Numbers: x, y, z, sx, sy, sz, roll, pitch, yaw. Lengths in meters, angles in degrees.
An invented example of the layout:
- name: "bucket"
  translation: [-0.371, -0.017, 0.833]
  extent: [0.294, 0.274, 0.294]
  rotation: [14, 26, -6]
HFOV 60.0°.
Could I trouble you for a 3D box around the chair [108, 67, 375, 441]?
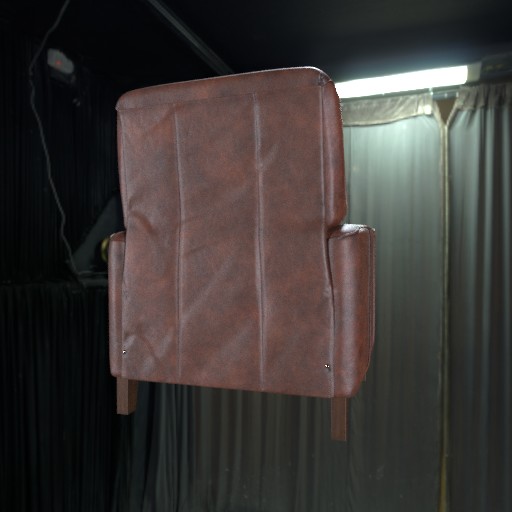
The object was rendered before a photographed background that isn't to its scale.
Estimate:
- name: "chair"
  translation: [0.000, 0.000, 1.659]
  extent: [0.843, 1.043, 0.836]
  rotation: [0, -1, 18]
